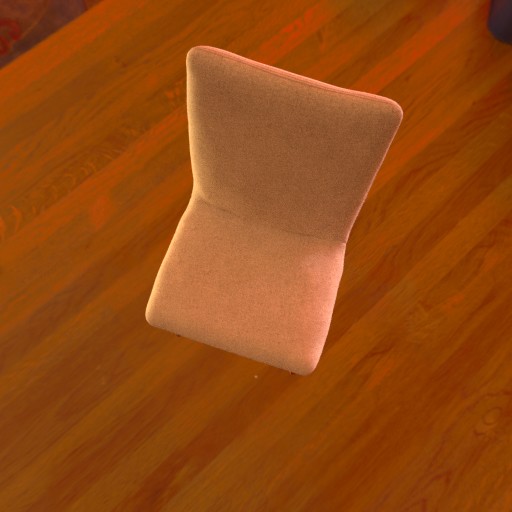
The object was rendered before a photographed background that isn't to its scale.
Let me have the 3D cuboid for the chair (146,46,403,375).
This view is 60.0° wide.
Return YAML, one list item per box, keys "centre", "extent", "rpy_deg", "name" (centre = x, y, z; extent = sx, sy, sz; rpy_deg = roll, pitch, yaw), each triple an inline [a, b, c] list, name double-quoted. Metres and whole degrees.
- centre: [0.000, 0.000, 1.290]
  extent: [0.522, 0.974, 0.563]
  rpy_deg: [17, 75, 5]
  name: "chair"
